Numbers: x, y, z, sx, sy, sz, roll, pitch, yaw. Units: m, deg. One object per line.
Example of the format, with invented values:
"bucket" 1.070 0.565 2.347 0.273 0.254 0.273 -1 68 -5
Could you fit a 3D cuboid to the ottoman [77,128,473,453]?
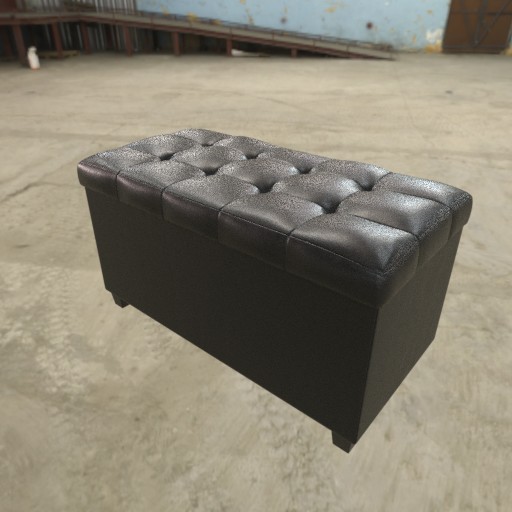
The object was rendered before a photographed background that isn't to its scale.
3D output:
"ottoman" 0.000 0.000 1.105 0.838 0.470 0.432 23 37 34
